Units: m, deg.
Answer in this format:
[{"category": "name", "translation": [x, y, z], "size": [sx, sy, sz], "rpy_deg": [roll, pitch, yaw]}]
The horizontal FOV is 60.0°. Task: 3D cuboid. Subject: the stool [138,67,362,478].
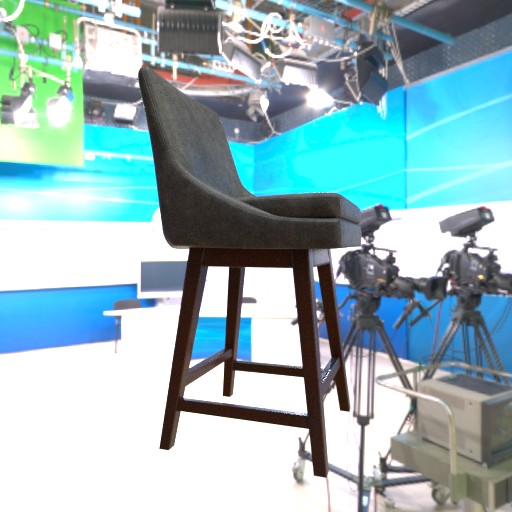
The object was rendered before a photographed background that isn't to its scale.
[{"category": "stool", "translation": [0.000, 0.000, 1.349], "size": [0.587, 1.046, 0.492], "rpy_deg": [1, 2, 19]}]
